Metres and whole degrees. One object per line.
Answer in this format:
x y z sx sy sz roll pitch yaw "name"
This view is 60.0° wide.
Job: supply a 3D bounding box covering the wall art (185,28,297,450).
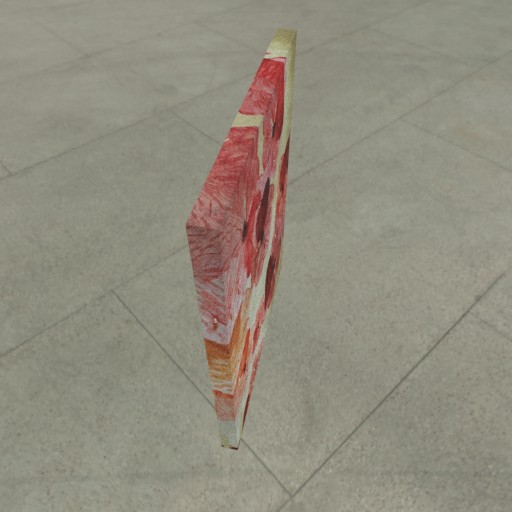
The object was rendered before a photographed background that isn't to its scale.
0.000 0.000 0.675 0.028 0.508 0.406 9 49 8 "wall art"
